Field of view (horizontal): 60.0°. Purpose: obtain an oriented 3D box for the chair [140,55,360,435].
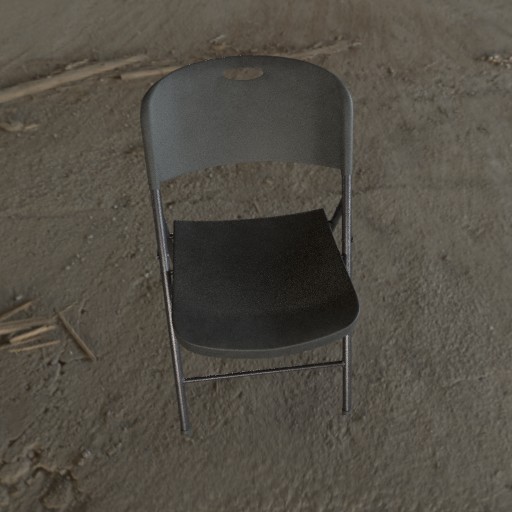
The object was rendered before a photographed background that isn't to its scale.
[{"bbox_3d":[0.000,0.000,1.154,0.494,0.810,0.567,-5,47,-5],"label":"chair"}]
